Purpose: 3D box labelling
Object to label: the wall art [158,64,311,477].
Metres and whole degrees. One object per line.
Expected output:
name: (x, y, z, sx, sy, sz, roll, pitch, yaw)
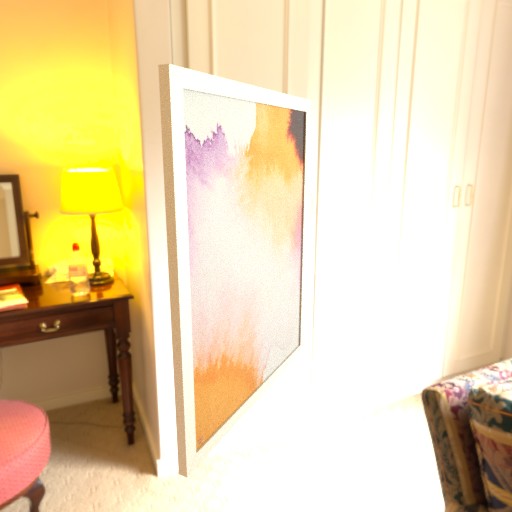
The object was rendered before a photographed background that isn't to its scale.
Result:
wall art: (0.000, 0.000, 0.638, 0.013, 0.456, 0.382, 7, 15, 26)
